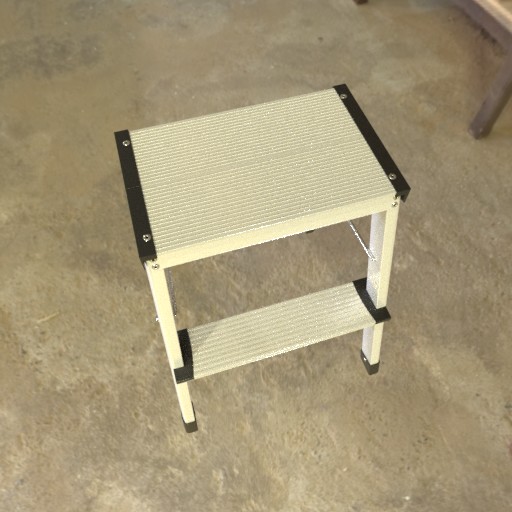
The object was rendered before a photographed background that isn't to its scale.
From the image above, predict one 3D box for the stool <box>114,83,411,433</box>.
[{"bbox_3d":[0.000,0.000,0.767,0.404,0.480,0.405,-15,60,-9],"label":"stool"}]
